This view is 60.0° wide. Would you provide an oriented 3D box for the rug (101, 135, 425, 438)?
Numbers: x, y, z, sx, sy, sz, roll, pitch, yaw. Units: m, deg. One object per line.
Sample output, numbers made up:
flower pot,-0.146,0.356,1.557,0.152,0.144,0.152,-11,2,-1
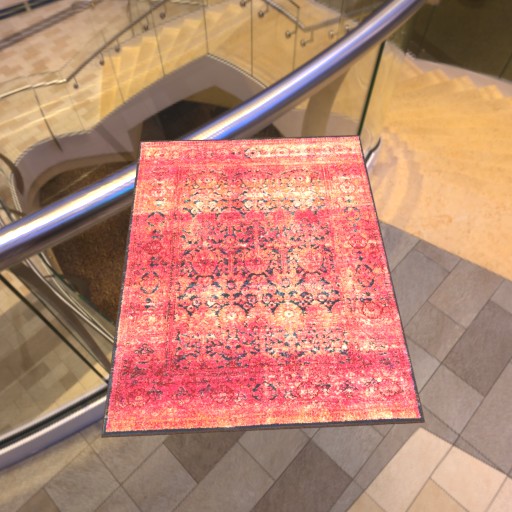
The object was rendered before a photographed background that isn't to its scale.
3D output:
rug,0.000,0.000,4.075,2.411,0.020,3.032,-2,59,-1
